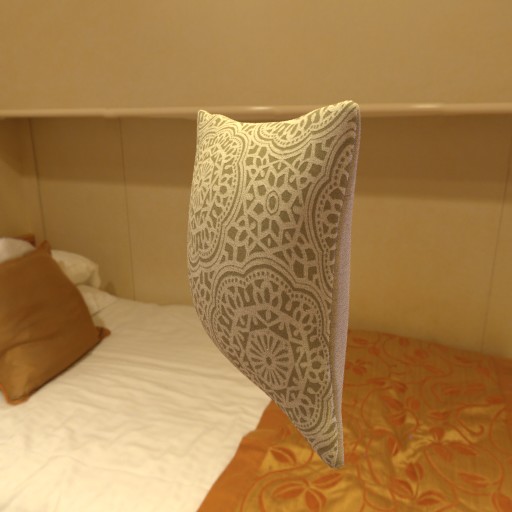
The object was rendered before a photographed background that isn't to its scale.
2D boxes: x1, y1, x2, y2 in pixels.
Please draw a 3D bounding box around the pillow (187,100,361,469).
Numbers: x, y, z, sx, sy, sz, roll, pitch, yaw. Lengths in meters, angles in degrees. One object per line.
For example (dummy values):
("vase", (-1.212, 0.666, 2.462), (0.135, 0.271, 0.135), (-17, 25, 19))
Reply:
("pillow", (0.000, 0.000, 0.654), (0.167, 0.421, 0.438), (-8, 18, -25))
